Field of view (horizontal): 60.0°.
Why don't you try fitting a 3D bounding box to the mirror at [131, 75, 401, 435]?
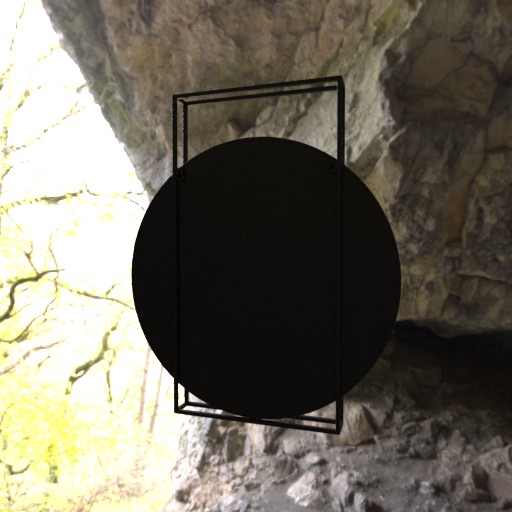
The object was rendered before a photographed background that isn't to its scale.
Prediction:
[{"bbox_3d":[0.000,0.000,0.815,0.508,0.603,0.051,0,2,18],"label":"mirror"}]
